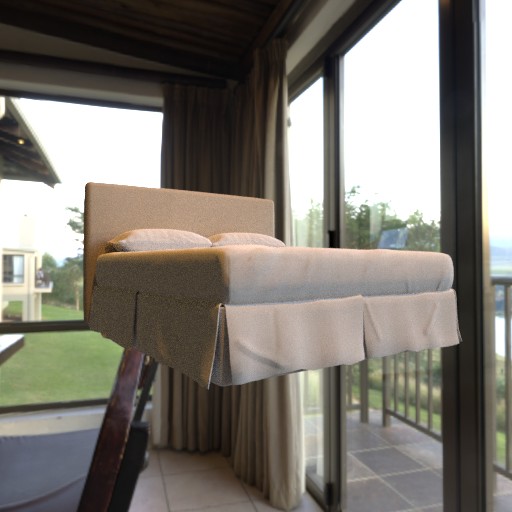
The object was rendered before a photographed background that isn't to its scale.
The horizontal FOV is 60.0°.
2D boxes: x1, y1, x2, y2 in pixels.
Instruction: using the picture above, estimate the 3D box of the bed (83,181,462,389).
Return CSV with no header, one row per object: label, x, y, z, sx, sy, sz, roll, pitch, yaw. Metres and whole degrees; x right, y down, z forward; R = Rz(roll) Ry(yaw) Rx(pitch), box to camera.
bed,0.000,0.000,3.542,2.119,1.317,2.319,1,-1,-35
